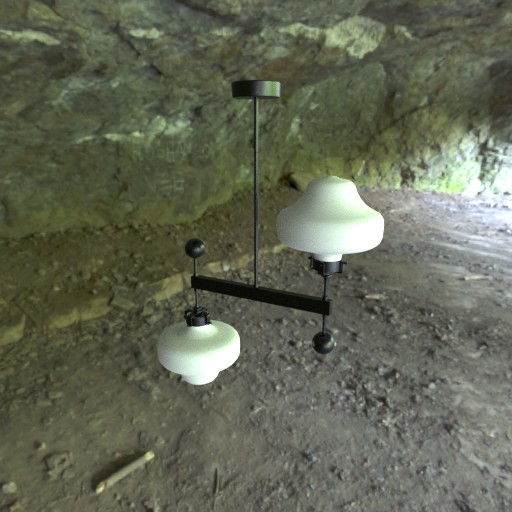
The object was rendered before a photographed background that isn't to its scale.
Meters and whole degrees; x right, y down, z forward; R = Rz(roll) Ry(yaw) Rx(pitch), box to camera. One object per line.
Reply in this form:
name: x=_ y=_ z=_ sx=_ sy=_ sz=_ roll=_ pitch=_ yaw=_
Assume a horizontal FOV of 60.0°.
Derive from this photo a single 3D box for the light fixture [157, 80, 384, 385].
light fixture: x=0.000 y=0.000 z=1.014 sx=0.489 sy=0.743 sz=0.422 roll=-2 pitch=16 yaw=-8
